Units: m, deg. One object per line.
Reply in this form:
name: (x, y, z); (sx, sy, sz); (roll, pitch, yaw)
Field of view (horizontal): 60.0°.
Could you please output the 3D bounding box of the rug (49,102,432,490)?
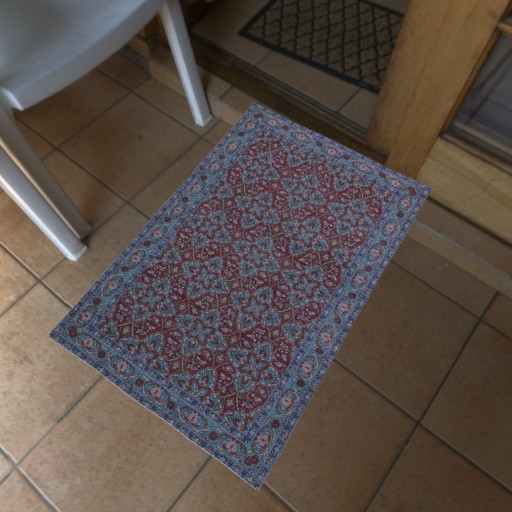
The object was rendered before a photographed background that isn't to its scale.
rug: (0.000, 0.000, 2.340); (1.219, 0.009, 1.829); (30, 67, 14)
